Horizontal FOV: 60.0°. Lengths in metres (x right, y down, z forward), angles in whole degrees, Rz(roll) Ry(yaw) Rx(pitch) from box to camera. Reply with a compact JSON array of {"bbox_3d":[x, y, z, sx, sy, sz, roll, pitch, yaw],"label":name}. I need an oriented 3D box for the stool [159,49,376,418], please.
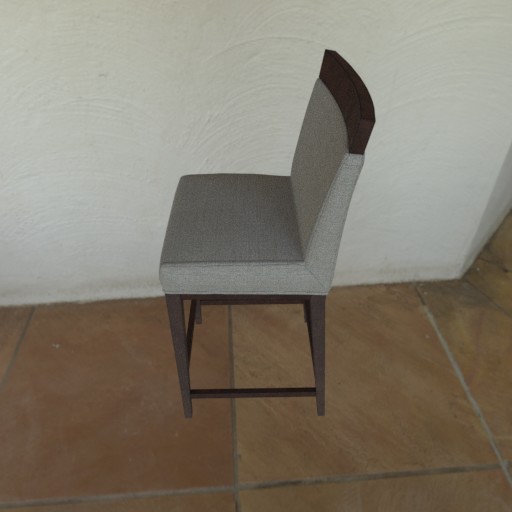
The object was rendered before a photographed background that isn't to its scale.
[{"bbox_3d":[0.000,0.000,1.428,0.531,1.117,0.511,-1,39,-1],"label":"stool"}]
